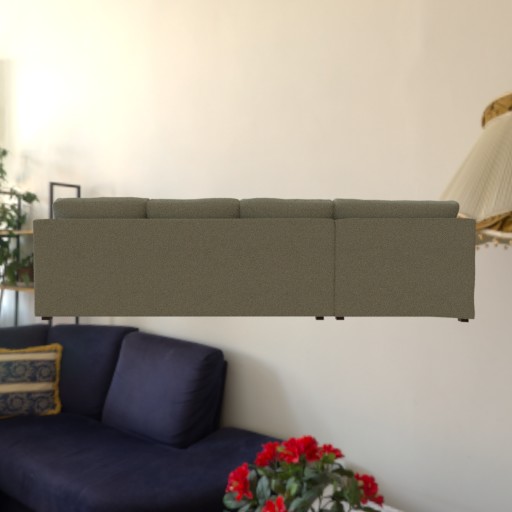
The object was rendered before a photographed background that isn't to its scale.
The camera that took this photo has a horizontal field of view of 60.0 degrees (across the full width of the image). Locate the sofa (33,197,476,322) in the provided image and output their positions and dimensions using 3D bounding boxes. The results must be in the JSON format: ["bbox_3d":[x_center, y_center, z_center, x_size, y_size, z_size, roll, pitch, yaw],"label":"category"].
[{"bbox_3d":[0.000,0.000,3.977,3.205,0.922,1.650,0,1,0],"label":"sofa"}]
